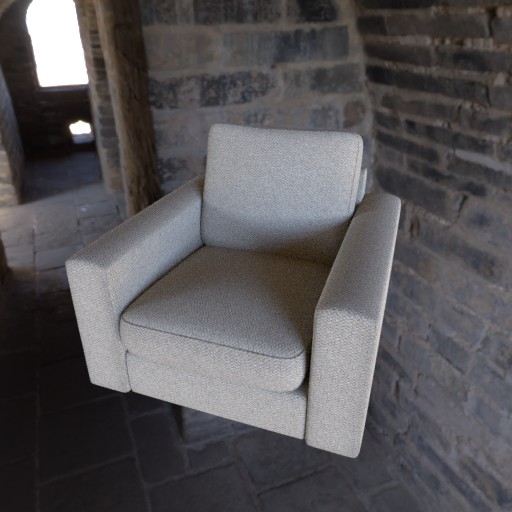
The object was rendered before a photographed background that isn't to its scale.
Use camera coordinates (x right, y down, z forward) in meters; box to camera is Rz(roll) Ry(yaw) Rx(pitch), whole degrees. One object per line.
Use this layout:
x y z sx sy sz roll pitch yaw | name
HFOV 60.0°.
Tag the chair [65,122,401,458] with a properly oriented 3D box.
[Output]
0.000 0.000 1.729 1.005 0.873 1.016 9 29 17 | chair
